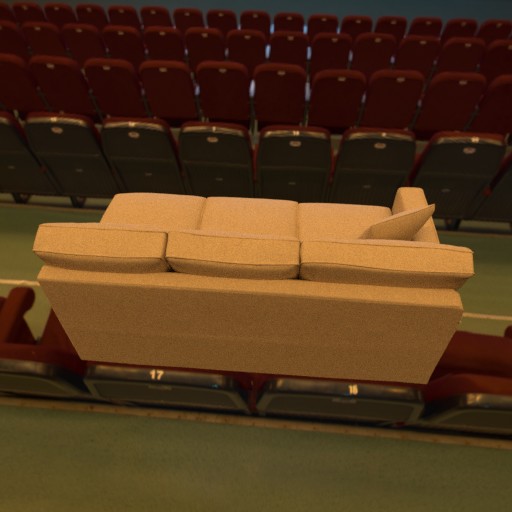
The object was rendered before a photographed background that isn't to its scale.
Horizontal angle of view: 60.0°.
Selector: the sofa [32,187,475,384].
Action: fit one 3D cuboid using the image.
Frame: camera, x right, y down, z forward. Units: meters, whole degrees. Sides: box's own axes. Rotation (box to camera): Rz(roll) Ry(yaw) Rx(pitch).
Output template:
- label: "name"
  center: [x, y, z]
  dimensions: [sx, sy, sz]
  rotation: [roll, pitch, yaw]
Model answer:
- label: "sofa"
  center: [0.000, 0.000, 2.521]
  dimensions: [1.962, 0.946, 1.034]
  rotation: [3, 46, 3]
